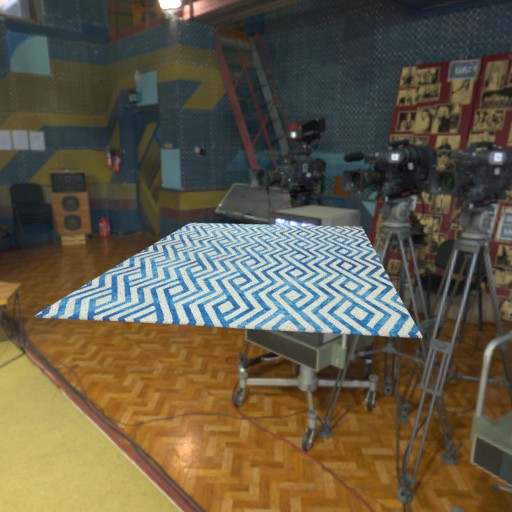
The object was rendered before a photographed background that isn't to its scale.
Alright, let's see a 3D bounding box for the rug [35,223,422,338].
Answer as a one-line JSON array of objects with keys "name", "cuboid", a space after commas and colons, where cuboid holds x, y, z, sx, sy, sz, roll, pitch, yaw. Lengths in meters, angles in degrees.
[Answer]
[{"name": "rug", "cuboid": [0.000, 0.000, 2.250, 1.225, 0.008, 1.830, 2, 14, 7]}]
